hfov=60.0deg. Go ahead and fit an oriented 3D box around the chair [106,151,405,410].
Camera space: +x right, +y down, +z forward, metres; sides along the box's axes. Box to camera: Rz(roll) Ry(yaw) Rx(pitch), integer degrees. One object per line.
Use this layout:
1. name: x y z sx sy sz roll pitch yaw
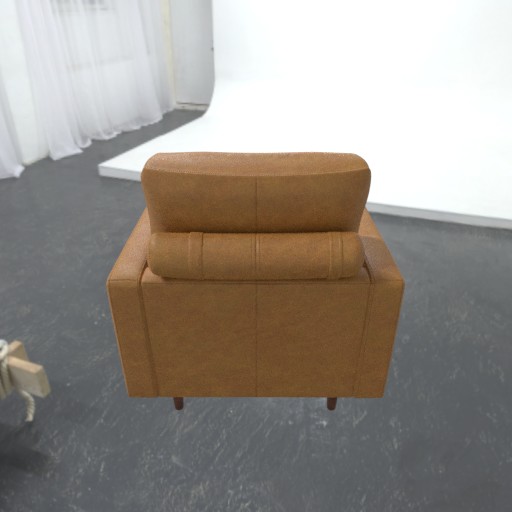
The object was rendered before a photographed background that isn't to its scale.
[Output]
1. chair: 0.000 0.000 1.581 0.831 0.896 0.868 0 29 0
